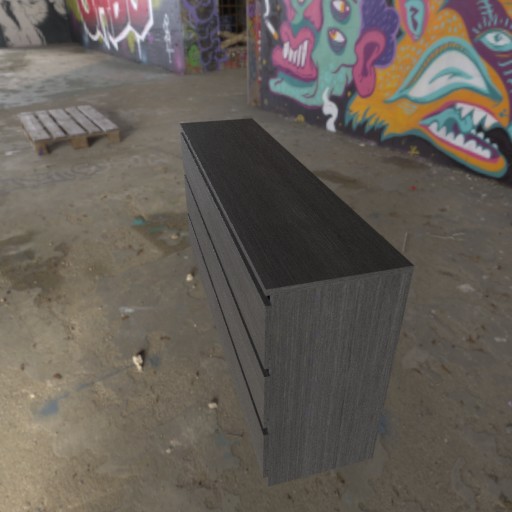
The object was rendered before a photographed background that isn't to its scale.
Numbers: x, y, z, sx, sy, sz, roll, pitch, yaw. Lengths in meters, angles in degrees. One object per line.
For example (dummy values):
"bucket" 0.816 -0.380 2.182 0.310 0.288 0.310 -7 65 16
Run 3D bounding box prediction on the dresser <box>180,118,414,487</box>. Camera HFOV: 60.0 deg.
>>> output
"dresser" 0.000 0.000 1.952 0.400 0.795 1.590 -8 32 -13
